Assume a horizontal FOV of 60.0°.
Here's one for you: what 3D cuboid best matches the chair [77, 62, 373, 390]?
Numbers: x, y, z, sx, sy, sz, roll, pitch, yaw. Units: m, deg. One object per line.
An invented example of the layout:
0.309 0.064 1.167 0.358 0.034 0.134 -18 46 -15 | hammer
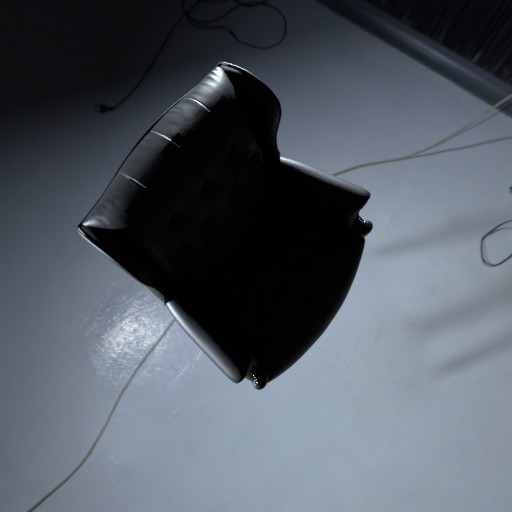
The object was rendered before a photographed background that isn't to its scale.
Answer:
0.000 0.000 1.690 0.762 1.111 0.838 35 77 9 | chair
